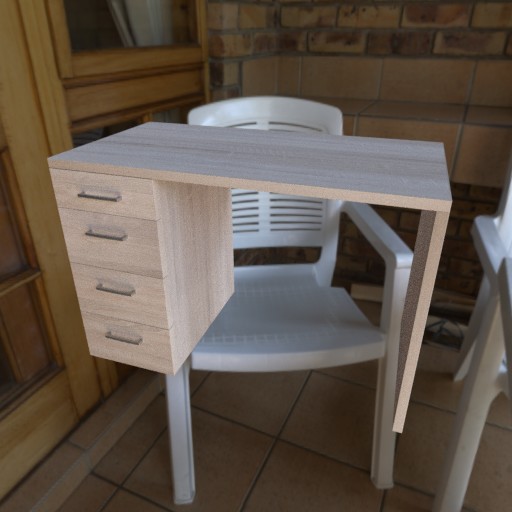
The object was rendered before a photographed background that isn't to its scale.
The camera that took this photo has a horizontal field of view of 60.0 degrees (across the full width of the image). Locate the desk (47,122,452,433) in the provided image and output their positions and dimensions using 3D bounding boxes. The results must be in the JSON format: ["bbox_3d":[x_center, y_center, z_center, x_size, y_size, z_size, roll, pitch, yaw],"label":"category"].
[{"bbox_3d":[0.000,0.000,1.535,1.100,0.731,0.600,9,29,17],"label":"desk"}]
